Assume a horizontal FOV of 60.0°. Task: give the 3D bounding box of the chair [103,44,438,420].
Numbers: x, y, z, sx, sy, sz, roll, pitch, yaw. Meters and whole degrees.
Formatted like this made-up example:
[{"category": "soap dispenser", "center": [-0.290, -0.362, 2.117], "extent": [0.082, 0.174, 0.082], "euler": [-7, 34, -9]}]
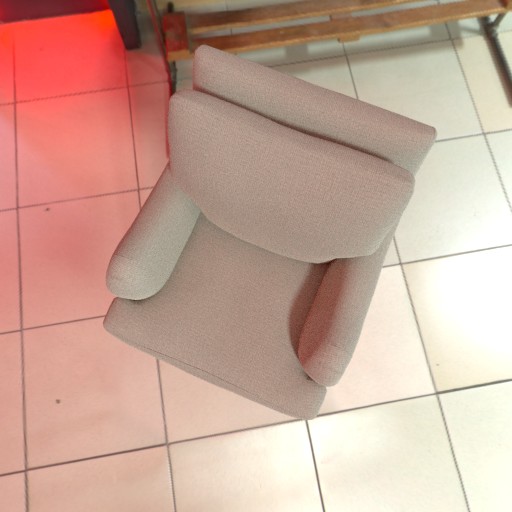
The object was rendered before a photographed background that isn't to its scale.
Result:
[{"category": "chair", "center": [0.000, 0.000, 1.828], "extent": [0.955, 1.038, 1.070], "euler": [22, 76, 6]}]
